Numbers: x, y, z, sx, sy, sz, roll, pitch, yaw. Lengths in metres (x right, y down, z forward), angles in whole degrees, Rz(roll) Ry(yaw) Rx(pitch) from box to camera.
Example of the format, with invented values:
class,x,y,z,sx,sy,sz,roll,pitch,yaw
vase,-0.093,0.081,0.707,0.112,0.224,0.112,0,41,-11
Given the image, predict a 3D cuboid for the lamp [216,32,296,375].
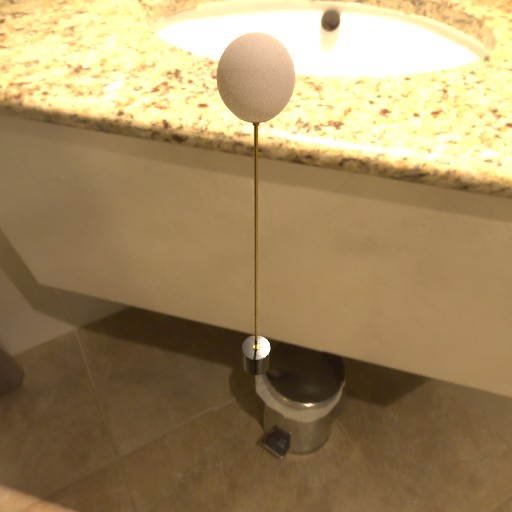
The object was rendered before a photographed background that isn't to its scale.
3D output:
class,x,y,z,sx,sy,sz,roll,pitch,yaw
lamp,0.000,0.000,1.833,0.229,1.748,0.229,18,49,16
